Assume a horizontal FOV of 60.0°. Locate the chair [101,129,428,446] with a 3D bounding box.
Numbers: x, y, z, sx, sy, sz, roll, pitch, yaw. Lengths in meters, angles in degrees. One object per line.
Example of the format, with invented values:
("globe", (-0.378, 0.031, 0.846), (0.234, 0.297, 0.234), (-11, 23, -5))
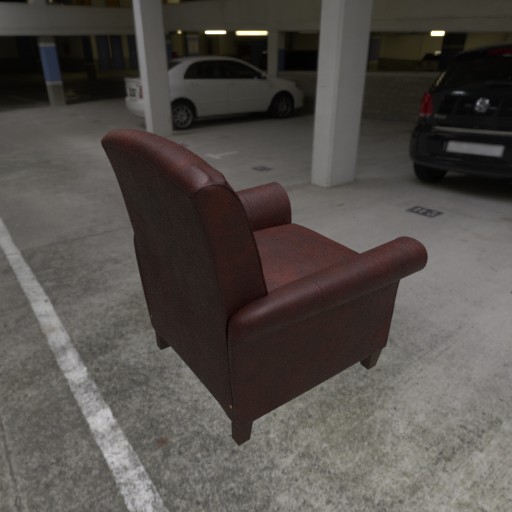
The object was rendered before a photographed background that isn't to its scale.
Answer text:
("chair", (0.000, 0.000, 1.799), (0.902, 1.061, 0.978), (-18, 32, -31))
